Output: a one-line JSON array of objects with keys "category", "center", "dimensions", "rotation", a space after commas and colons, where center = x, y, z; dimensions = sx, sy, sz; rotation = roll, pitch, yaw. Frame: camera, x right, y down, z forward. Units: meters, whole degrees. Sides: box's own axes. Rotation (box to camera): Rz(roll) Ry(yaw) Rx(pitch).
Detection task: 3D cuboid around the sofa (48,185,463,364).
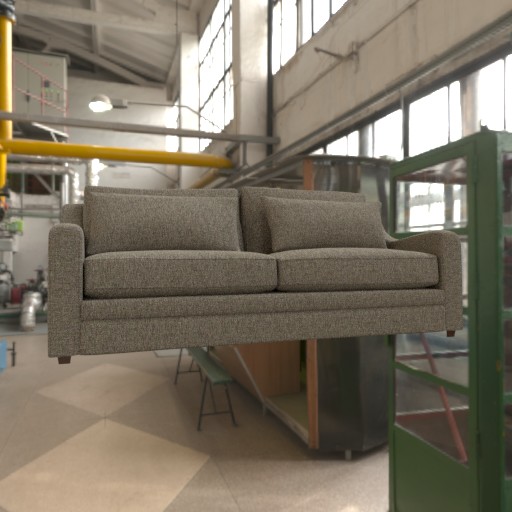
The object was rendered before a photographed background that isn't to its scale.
[{"category": "sofa", "center": [0.000, 0.000, 2.880], "dimensions": [2.418, 0.998, 1.103], "rotation": [0, 1, -18]}]
